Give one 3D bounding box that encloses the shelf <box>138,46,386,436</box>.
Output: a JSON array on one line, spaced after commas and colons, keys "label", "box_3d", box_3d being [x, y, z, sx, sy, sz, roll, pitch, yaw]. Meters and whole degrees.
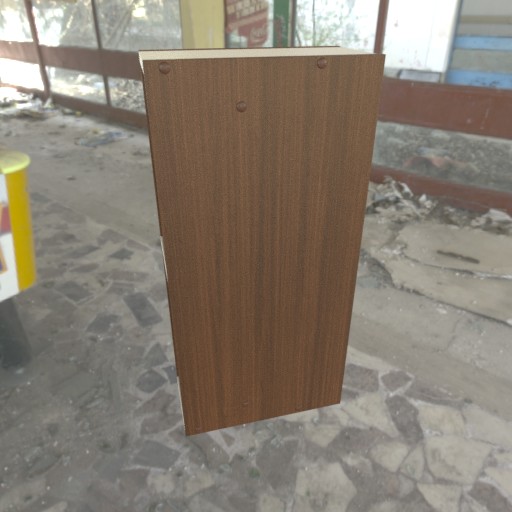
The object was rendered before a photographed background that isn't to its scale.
[{"label": "shelf", "box_3d": [0.000, 0.000, 0.715, 0.290, 0.600, 0.147, -7, 30, -13]}]
